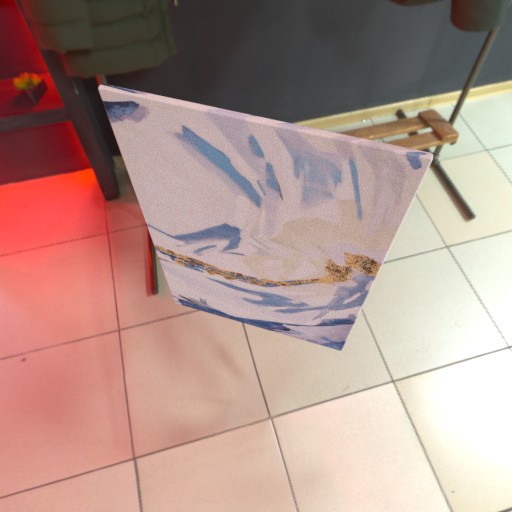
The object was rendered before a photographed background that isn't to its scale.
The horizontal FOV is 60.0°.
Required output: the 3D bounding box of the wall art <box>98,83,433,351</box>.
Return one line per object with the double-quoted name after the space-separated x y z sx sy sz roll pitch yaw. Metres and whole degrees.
0.000 0.000 1.162 0.610 0.914 0.016 15 59 9 "wall art"
